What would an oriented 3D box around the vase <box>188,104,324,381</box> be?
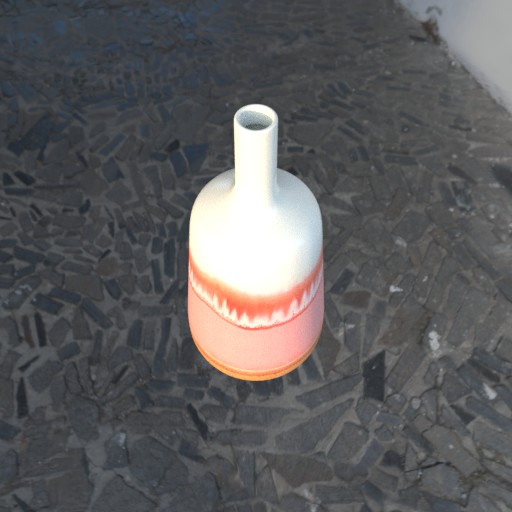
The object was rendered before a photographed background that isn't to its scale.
[{"bbox_3d":[0.000,0.000,0.385,0.144,0.296,0.144,0,57,0],"label":"vase"}]
